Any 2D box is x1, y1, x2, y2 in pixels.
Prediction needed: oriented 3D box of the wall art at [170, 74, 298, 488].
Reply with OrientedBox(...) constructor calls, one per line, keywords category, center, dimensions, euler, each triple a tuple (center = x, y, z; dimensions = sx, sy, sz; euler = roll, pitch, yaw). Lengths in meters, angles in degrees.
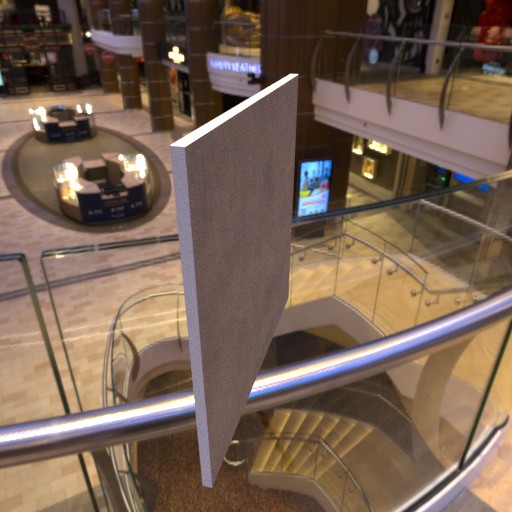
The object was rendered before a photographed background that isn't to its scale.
OrientedBox(category="wall art", center=(0.000, 0.000, 0.968), dimensions=(0.020, 0.661, 0.664), euler=(8, 30, 14))
